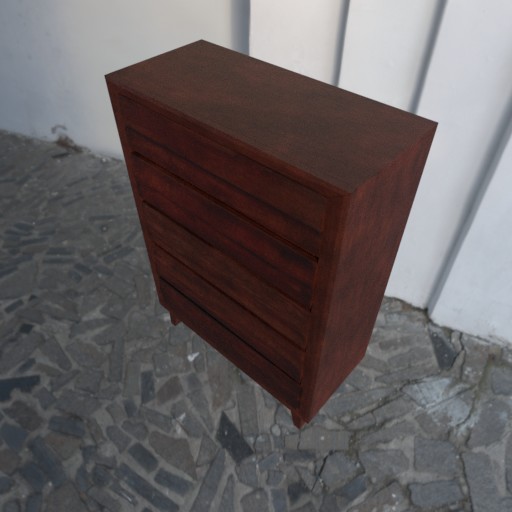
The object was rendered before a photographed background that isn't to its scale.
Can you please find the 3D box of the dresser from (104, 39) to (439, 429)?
[{"bbox_3d":[0.000,0.000,2.033,1.072,1.514,0.506,32,53,28],"label":"dresser"}]
